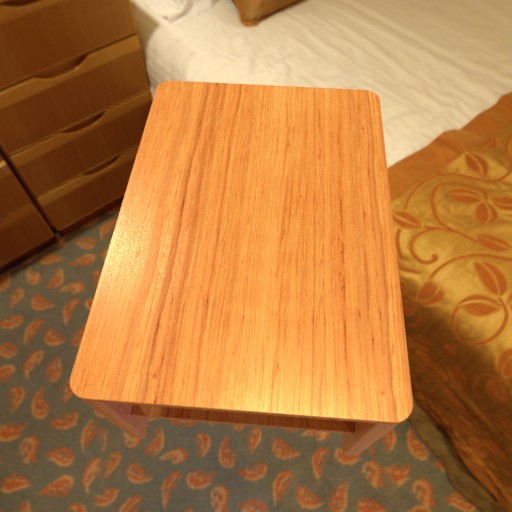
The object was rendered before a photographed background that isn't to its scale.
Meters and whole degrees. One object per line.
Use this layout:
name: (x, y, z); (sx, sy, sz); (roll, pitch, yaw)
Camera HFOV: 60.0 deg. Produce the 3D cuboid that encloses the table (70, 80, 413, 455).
table: (0.000, 0.000, 1.324); (0.696, 0.445, 0.997); (4, 58, 2)
